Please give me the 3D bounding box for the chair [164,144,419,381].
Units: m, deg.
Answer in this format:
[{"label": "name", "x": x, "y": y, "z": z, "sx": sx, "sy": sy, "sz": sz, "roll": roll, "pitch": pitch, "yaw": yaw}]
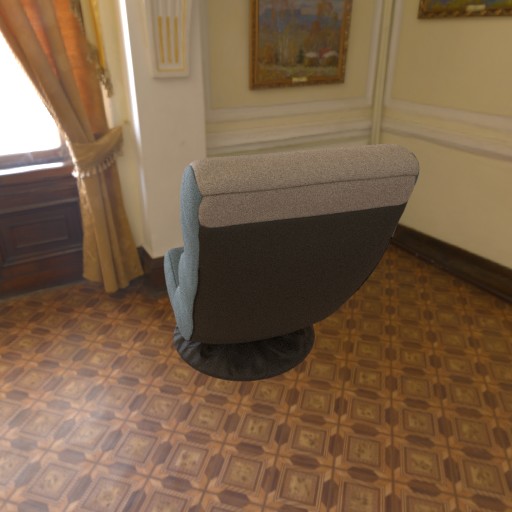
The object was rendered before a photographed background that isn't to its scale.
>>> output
[{"label": "chair", "x": 0.000, "y": 0.000, "z": 1.090, "sx": 0.420, "sy": 0.641, "sz": 0.661, "roll": -8, "pitch": 28, "yaw": -15}]
